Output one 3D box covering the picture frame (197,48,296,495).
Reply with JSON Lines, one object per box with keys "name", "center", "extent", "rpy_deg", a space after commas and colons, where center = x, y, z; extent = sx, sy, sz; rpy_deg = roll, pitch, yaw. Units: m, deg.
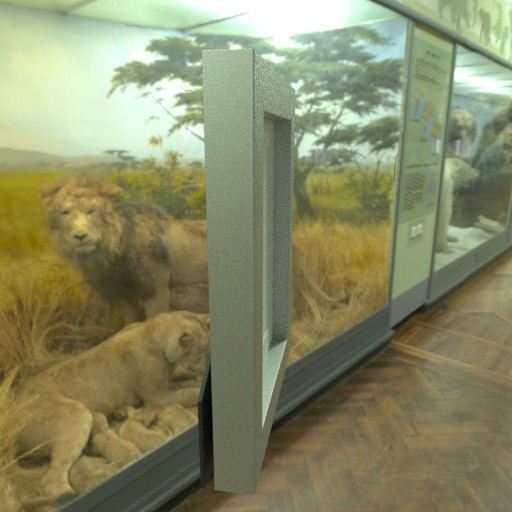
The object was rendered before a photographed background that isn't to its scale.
{"name": "picture frame", "center": [0.000, 0.000, 0.274], "extent": [0.028, 0.208, 0.157], "rpy_deg": [3, 15, 10]}
